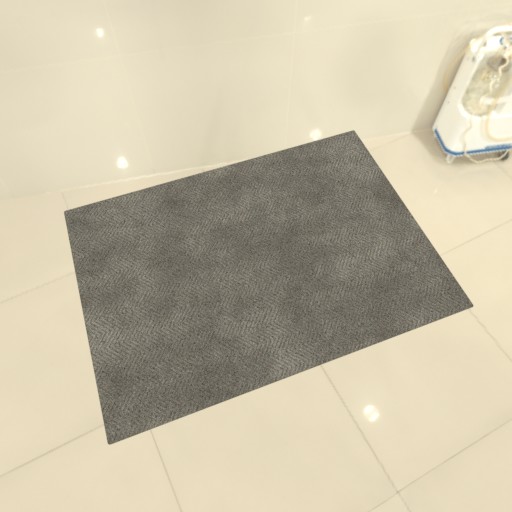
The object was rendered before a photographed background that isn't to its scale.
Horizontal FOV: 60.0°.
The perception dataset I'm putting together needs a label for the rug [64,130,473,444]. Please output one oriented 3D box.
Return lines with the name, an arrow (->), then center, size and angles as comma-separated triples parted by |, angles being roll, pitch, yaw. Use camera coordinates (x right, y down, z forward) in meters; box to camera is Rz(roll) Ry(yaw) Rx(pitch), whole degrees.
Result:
rug -> 0.000, 0.000, 2.879 | 2.235, 0.008, 1.600 | -18, 61, -10
